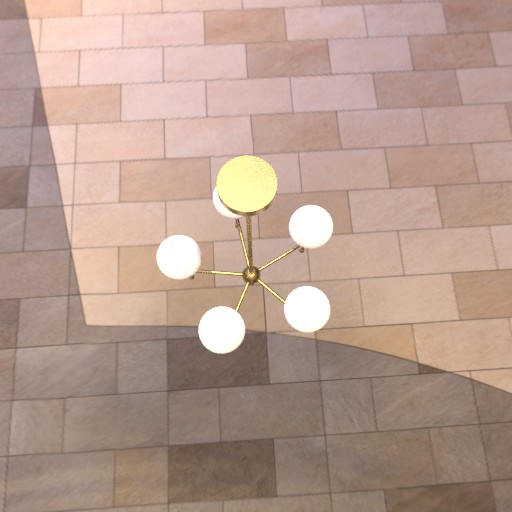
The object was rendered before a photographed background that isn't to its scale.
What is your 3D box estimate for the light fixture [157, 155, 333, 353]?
[{"bbox_3d":[0.000,0.000,1.796,0.785,1.331,0.815,39,79,10],"label":"light fixture"}]
